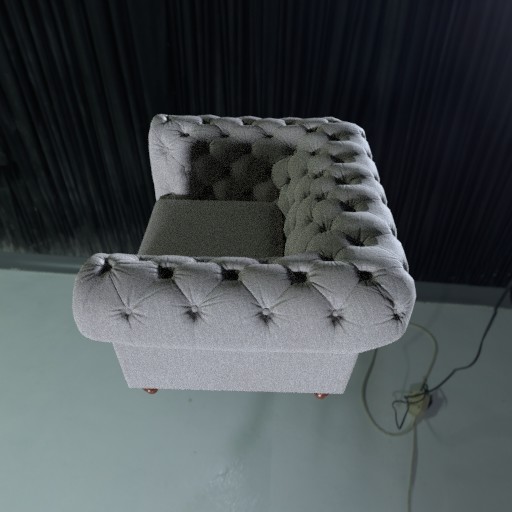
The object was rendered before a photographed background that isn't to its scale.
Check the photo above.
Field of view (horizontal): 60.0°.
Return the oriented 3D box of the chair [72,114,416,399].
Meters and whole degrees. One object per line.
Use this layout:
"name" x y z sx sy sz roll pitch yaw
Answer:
"chair" 0.000 0.000 1.851 0.976 0.770 1.270 1 42 1
